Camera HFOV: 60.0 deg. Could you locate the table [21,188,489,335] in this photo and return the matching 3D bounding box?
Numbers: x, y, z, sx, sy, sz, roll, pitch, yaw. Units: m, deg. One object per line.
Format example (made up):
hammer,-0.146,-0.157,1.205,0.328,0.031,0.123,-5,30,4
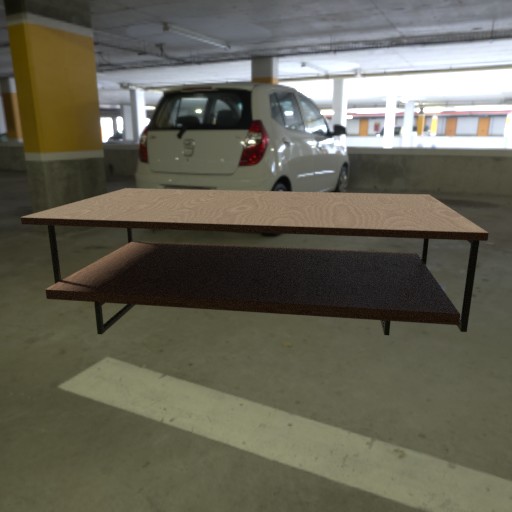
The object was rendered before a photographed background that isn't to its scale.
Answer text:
table,0.000,0.000,1.473,1.197,0.347,0.651,3,16,9
